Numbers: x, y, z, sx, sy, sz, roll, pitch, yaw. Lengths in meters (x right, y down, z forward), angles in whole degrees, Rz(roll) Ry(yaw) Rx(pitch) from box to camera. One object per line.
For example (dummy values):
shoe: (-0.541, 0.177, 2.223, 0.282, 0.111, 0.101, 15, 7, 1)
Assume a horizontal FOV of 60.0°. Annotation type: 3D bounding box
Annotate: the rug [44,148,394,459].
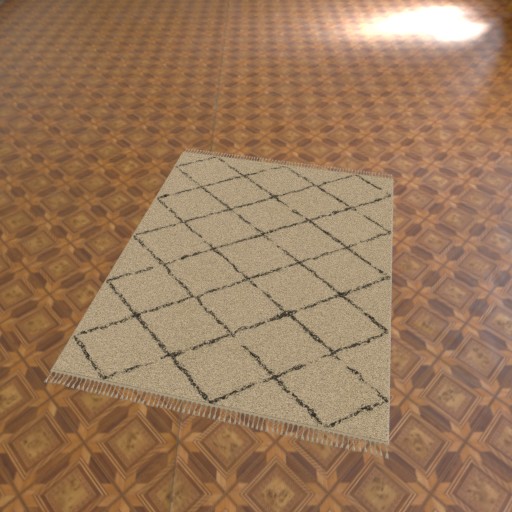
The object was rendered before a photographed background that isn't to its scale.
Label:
rug: (0.000, 0.000, 3.970, 2.380, 0.013, 3.051, 9, 47, 9)
